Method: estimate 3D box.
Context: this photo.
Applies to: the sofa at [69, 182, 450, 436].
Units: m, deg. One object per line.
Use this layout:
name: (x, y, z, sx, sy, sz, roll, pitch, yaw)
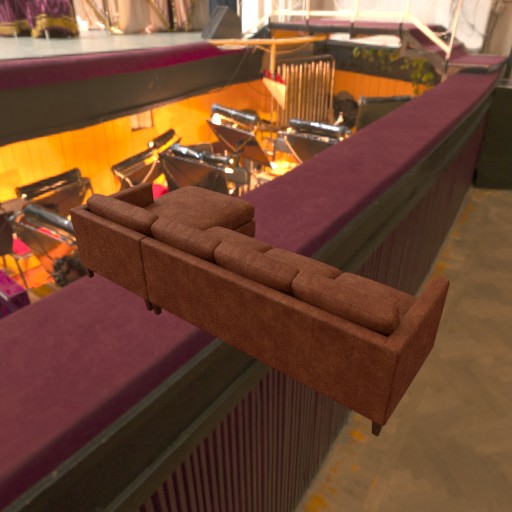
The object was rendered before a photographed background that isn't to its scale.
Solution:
sofa: (0.000, 0.000, 3.973, 3.203, 0.883, 1.581, 21, 36, 32)
